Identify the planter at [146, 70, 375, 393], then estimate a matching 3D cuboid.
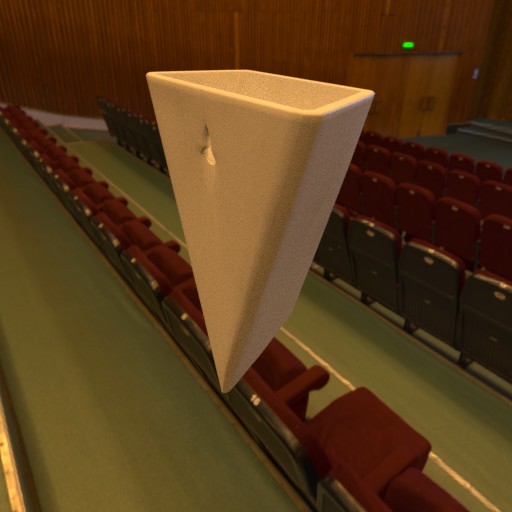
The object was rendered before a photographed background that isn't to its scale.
[{"bbox_3d":[0.000,0.000,0.269,0.060,0.197,0.150,-19,34,-30],"label":"planter"}]
